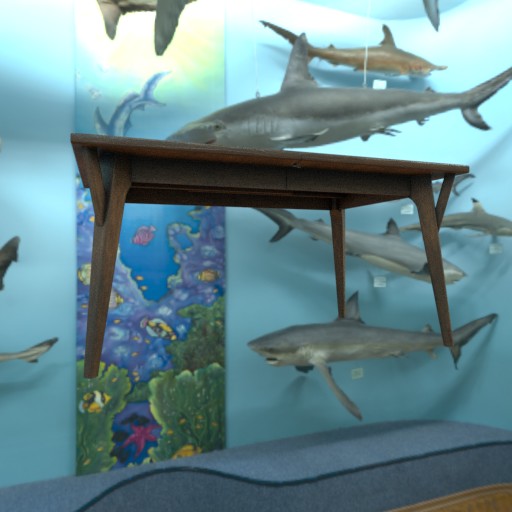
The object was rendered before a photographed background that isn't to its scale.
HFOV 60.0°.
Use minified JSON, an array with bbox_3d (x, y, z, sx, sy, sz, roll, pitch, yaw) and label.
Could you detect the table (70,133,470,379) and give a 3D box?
[{"bbox_3d":[0.000,0.000,2.051,1.524,0.761,0.990,0,0,-19],"label":"table"}]
